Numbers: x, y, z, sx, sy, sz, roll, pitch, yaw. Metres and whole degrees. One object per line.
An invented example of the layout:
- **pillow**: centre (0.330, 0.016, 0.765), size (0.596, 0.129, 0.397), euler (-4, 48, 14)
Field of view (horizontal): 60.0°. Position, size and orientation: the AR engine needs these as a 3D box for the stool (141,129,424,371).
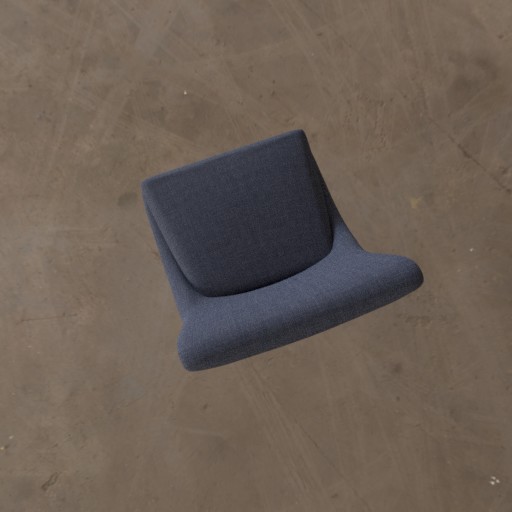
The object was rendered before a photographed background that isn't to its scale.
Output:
- **stool**: centre (0.000, 0.000, 1.186), size (0.467, 0.895, 0.524), euler (-19, 76, -5)
